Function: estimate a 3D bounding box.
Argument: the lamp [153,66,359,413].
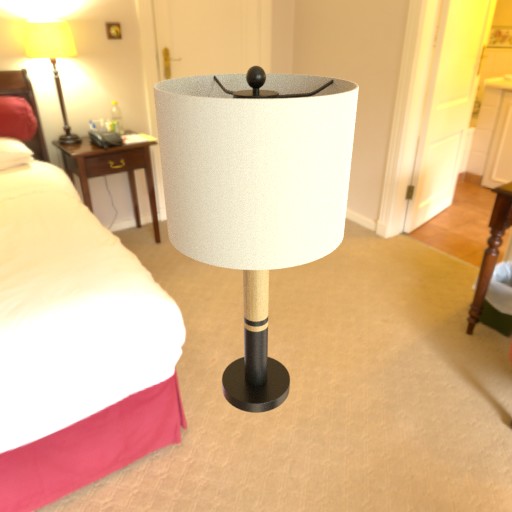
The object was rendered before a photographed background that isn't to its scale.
[{"bbox_3d":[0.000,0.000,0.809,0.305,0.640,0.305,9,29,16],"label":"lamp"}]
